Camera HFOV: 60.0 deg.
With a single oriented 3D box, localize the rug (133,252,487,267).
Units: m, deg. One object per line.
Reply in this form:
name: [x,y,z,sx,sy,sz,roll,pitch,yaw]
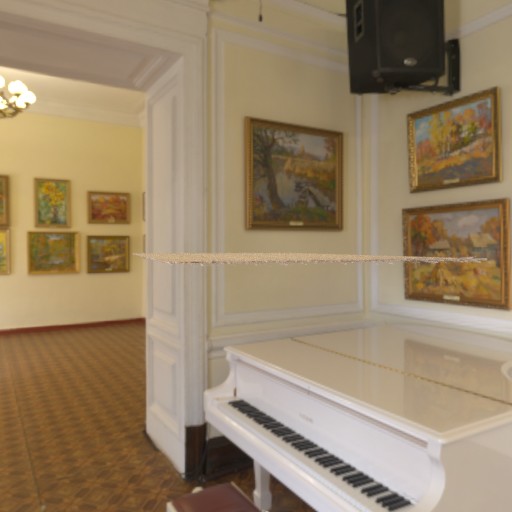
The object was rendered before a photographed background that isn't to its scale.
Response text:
rug: [0.000,0.000,3.074,1.528,0.034,2.523,0,1,-19]
